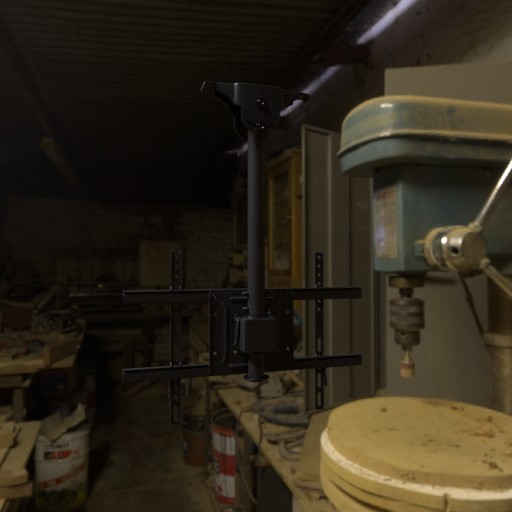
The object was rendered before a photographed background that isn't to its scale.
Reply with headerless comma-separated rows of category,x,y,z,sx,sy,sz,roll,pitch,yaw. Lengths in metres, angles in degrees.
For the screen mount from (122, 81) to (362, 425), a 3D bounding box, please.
screen mount,0.000,0.000,1.036,0.595,0.775,0.090,0,-1,-17
